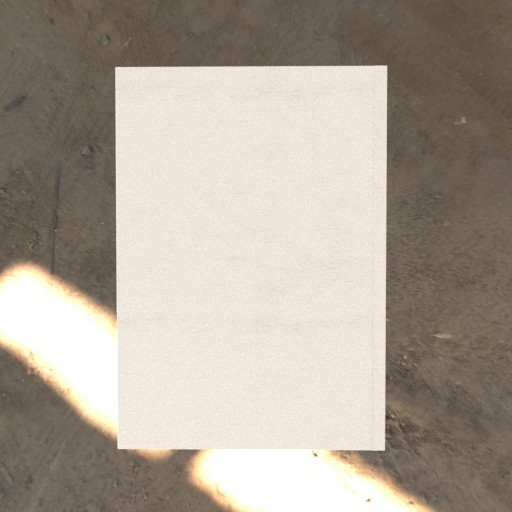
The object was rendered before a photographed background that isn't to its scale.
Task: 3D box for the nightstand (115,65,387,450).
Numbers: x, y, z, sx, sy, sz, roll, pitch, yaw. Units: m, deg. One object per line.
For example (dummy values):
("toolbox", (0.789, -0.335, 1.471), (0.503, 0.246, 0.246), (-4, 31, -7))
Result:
("nightstand", (0.000, 0.000, 1.011), (0.447, 0.604, 0.614), (0, 91, 1))
